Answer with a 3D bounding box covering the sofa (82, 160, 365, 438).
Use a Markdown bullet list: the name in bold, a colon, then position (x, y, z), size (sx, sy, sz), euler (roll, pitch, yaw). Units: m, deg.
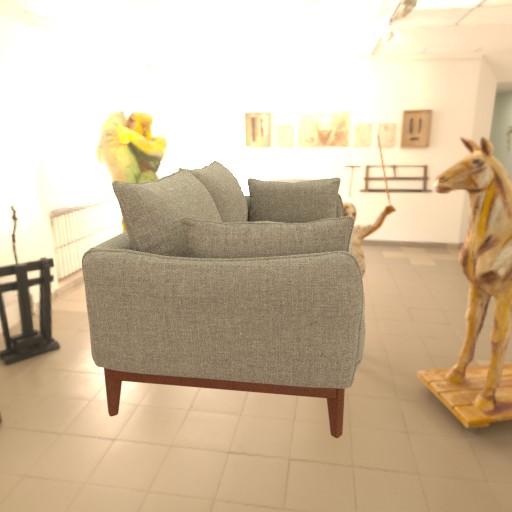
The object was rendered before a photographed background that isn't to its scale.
- **sofa**: position (0.000, 0.000, 2.160), size (0.972, 0.851, 1.580), euler (2, 16, 8)
